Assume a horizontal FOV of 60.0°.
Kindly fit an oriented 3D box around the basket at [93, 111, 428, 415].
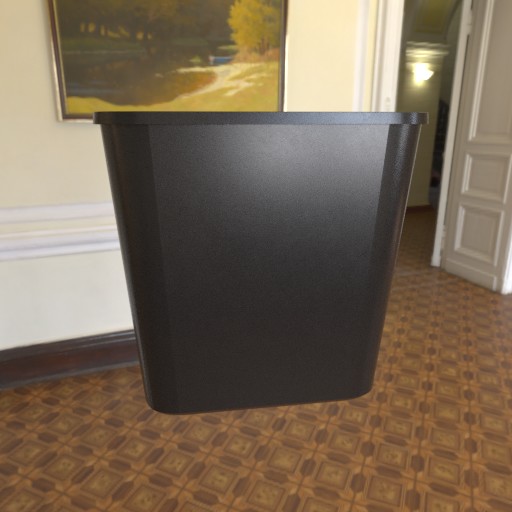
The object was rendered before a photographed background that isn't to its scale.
[{"bbox_3d":[0.000,0.000,0.502,0.300,0.307,0.211,-2,17,-8],"label":"basket"}]
